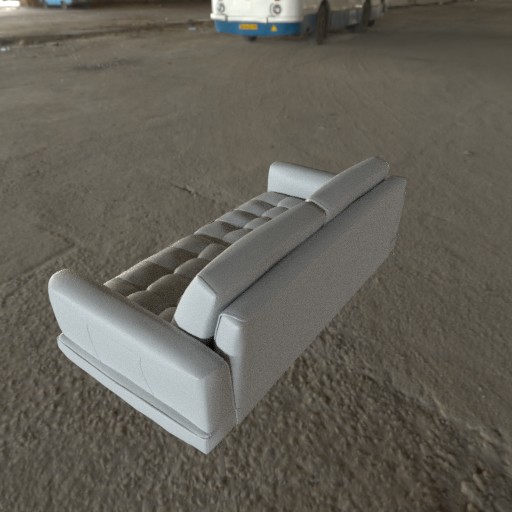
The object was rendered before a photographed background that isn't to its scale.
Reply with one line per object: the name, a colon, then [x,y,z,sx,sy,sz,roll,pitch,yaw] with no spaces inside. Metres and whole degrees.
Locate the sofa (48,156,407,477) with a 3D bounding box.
sofa: [0.000,0.000,2.694,1.121,0.930,2.177,21,38,30]
